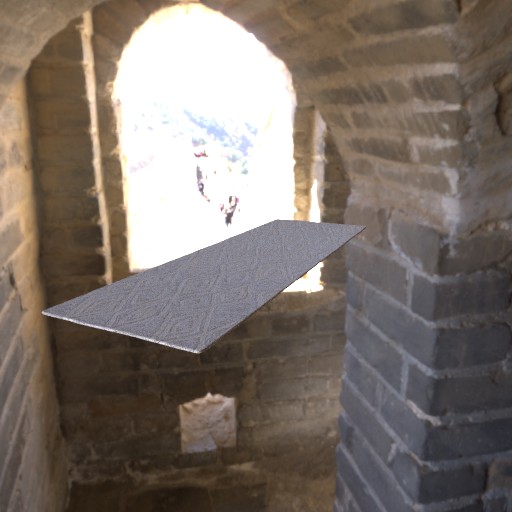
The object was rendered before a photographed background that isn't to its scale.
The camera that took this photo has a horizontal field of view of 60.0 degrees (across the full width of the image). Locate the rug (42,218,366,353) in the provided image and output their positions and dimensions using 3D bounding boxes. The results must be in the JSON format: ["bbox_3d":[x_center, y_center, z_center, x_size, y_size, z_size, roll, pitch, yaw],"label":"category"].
[{"bbox_3d":[0.000,0.000,2.729,0.807,0.013,2.436,7,17,26],"label":"rug"}]
